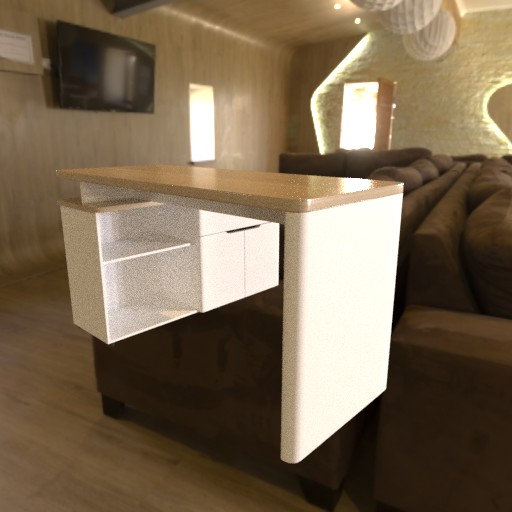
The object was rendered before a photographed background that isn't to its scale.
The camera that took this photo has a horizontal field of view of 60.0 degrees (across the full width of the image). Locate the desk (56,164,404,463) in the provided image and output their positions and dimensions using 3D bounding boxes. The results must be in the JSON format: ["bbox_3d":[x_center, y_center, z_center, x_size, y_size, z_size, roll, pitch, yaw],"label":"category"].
[{"bbox_3d":[0.000,0.000,2.044,1.400,0.770,1.175,14,20,41],"label":"desk"}]
